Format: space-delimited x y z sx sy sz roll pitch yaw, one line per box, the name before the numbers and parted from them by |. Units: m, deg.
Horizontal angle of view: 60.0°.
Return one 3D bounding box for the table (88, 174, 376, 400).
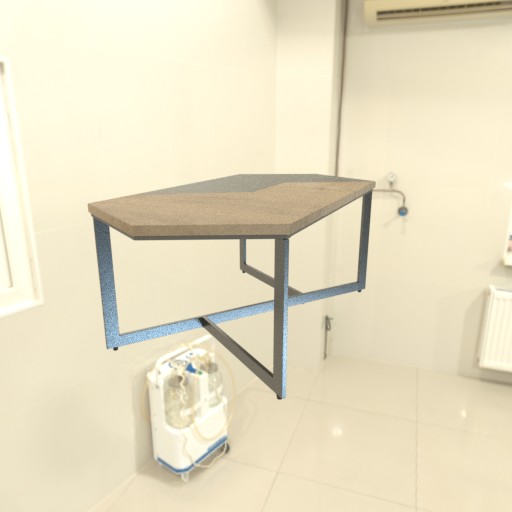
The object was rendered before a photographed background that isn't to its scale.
table | 0.000 0.000 1.548 0.609 0.457 1.219 8 18 25
